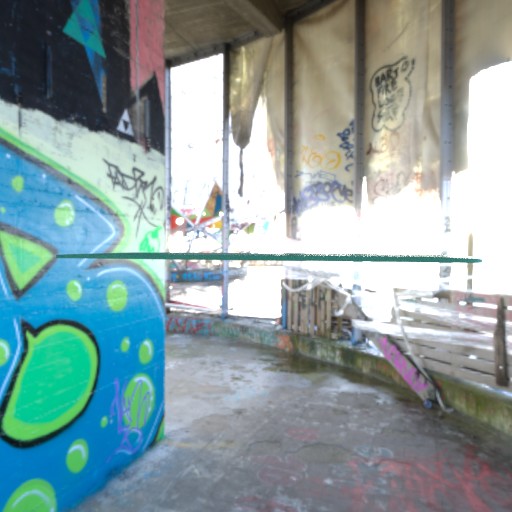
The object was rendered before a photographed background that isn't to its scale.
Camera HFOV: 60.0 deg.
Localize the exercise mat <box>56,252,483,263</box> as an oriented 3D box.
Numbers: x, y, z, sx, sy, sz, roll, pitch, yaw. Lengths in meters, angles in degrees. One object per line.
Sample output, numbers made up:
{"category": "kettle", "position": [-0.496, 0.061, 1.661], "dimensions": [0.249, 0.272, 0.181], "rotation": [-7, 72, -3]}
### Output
{"category": "exercise mat", "position": [0.000, 0.000, 2.104], "dimensions": [1.869, 0.021, 0.616], "rotation": [0, 1, 19]}
